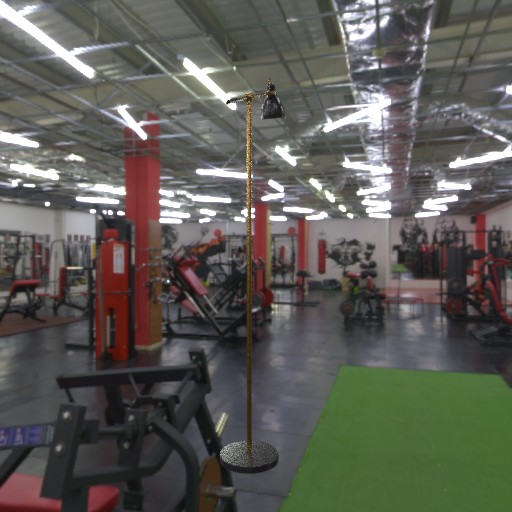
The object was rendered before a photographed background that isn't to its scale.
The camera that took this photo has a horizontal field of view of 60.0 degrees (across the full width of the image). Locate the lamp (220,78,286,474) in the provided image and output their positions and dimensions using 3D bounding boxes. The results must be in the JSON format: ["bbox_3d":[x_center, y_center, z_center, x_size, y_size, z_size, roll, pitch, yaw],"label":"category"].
[{"bbox_3d":[0.000,0.000,1.850,0.235,1.628,0.618,0,0,19],"label":"lamp"}]
